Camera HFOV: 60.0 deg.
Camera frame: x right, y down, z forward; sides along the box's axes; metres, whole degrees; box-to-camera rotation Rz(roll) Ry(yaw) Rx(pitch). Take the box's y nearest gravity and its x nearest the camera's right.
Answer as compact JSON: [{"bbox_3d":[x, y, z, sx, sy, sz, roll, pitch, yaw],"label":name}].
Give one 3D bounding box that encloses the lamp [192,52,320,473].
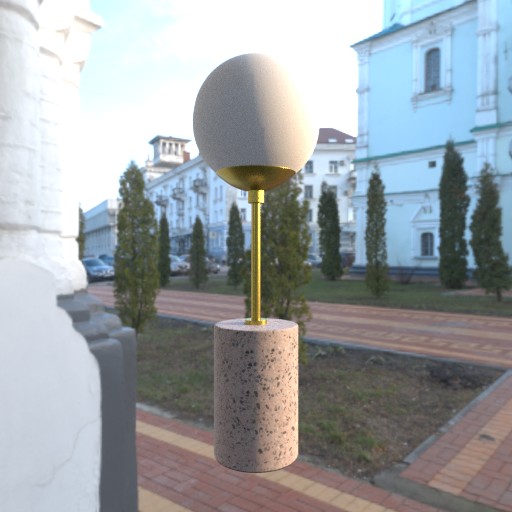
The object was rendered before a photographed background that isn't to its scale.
[{"bbox_3d":[0.000,0.000,0.540,0.153,0.480,0.153,0,0,0],"label":"lamp"}]
